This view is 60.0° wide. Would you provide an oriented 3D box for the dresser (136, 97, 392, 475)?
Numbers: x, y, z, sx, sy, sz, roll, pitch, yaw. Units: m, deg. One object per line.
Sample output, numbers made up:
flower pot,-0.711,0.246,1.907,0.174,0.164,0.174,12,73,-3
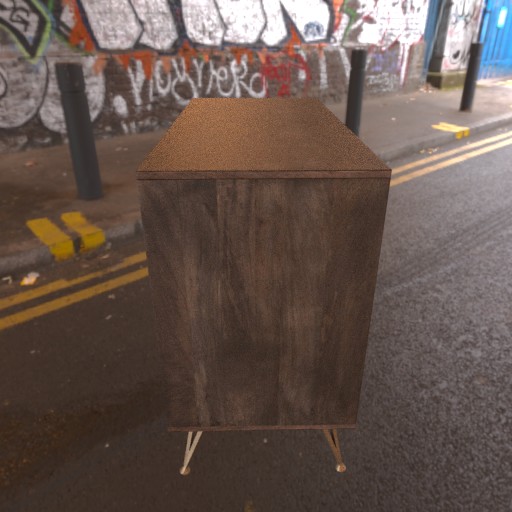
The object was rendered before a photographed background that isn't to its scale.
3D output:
dresser,0.000,0.000,1.359,0.453,0.801,0.923,-1,27,-1
